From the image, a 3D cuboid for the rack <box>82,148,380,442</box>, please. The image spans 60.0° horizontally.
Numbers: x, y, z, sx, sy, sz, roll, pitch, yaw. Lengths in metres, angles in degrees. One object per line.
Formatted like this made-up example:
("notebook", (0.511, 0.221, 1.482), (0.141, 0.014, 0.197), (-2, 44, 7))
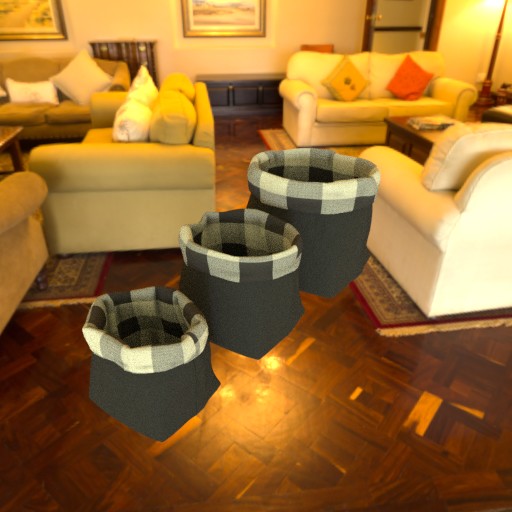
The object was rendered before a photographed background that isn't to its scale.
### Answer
("rack", (0.000, 0.000, 1.080), (0.370, 0.329, 0.889), (18, 34, 29))
